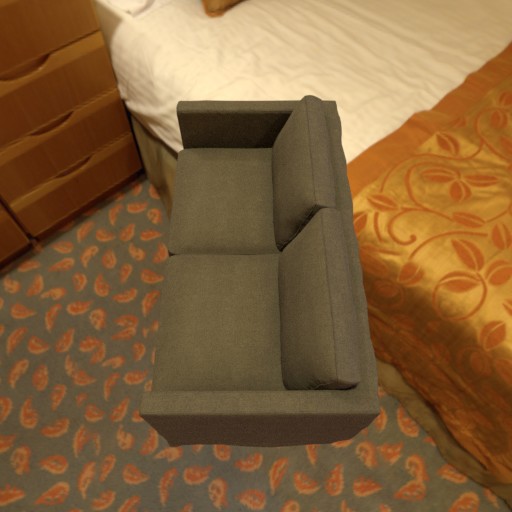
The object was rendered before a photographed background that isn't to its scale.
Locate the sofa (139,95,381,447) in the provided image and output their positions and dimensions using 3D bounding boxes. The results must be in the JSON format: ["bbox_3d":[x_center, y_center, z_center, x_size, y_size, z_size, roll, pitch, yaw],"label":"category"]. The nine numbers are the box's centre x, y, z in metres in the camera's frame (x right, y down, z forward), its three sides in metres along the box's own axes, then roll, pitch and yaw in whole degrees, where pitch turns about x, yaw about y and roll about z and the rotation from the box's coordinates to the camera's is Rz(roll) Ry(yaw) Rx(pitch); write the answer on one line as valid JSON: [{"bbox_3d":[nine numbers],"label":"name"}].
[{"bbox_3d":[0.000,0.000,2.390,0.974,0.854,1.802,0,59,0],"label":"sofa"}]
